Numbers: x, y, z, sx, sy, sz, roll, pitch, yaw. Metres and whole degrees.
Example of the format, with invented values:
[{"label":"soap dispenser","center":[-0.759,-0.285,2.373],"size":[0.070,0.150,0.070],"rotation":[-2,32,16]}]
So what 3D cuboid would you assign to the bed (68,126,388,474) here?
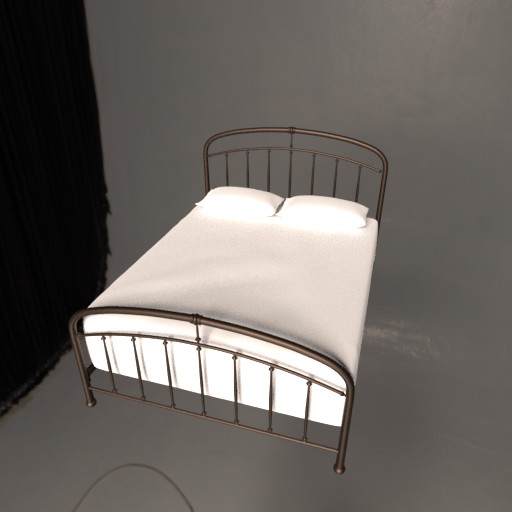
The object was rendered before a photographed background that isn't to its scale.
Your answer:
[{"label":"bed","center":[0.000,0.000,3.285],"size":[1.711,1.425,2.180],"rotation":[9,30,15]}]
